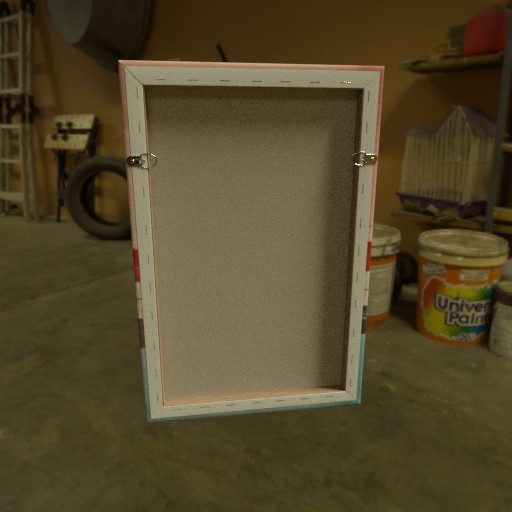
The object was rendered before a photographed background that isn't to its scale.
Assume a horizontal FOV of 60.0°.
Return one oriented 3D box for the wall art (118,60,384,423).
[{"bbox_3d":[0.000,0.000,1.141,0.610,0.914,0.038,-2,16,-8],"label":"wall art"}]
